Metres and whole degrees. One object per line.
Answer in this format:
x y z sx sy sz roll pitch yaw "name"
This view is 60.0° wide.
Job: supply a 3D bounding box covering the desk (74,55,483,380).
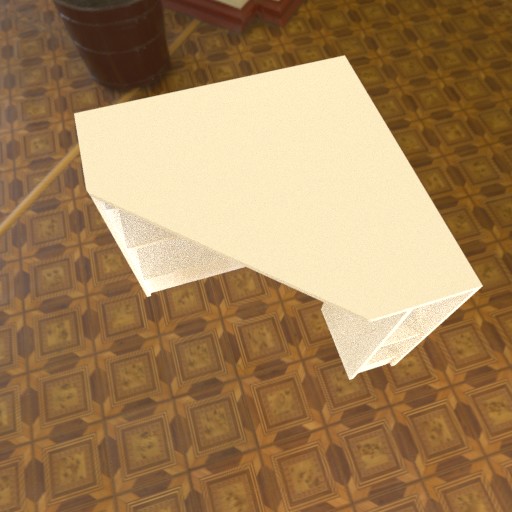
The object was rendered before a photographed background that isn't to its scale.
0.000 0.000 1.648 0.940 0.818 0.926 -15 63 -8 "desk"
